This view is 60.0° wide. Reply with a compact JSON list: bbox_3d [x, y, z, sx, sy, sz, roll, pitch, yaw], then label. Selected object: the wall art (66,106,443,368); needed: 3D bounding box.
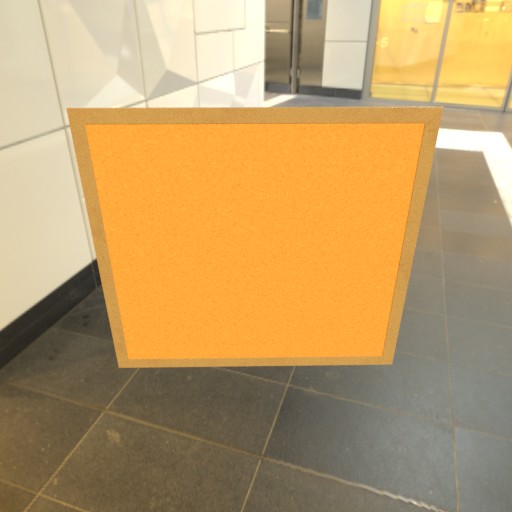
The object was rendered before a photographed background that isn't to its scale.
[{"bbox_3d":[0.000,0.000,1.645,1.168,1.067,0.025,0,29,-1],"label":"wall art"}]
